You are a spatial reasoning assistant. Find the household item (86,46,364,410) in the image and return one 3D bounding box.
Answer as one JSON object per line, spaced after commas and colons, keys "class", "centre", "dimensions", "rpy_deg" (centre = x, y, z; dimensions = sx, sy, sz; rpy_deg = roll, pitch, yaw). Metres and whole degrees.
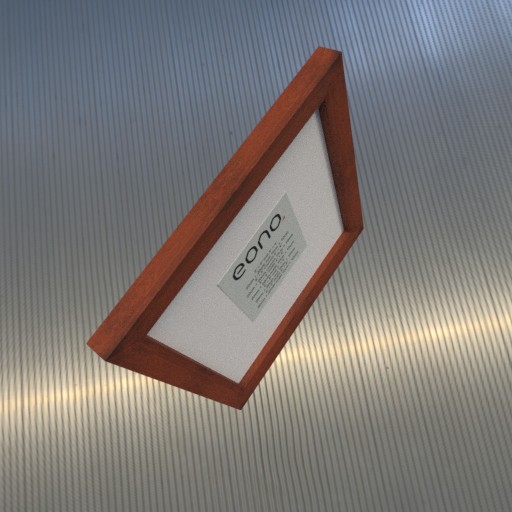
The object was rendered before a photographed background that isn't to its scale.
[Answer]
{"class": "household item", "centre": [0.000, 0.000, 0.379], "dimensions": [0.131, 0.240, 0.240], "rpy_deg": [34, 79, 8]}
